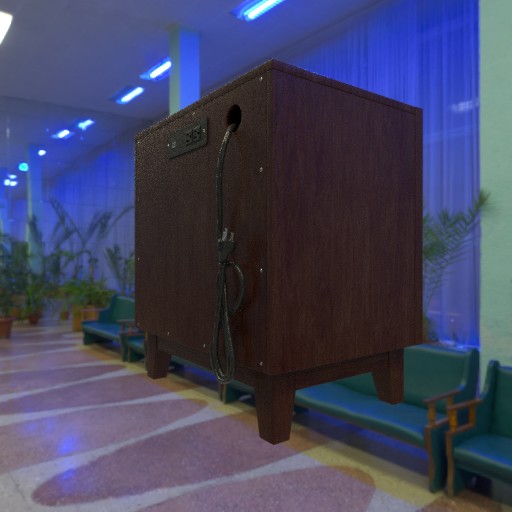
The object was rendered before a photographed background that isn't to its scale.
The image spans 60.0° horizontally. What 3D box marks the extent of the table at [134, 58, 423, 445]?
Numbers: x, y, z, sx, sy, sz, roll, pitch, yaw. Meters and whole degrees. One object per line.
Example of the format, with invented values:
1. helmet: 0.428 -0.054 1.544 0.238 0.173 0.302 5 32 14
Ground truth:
1. table: 0.000 0.000 1.009 0.449 0.609 0.557 0 0 -37
